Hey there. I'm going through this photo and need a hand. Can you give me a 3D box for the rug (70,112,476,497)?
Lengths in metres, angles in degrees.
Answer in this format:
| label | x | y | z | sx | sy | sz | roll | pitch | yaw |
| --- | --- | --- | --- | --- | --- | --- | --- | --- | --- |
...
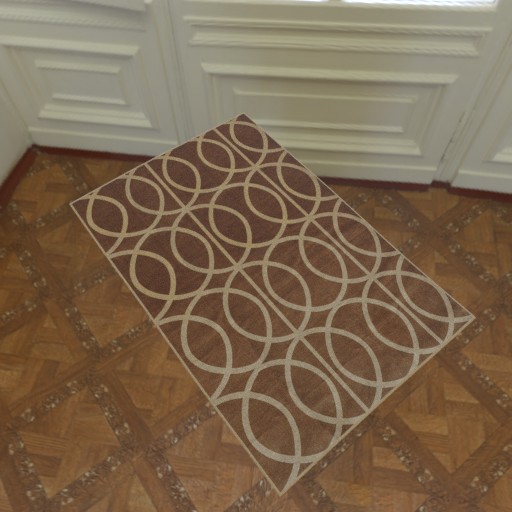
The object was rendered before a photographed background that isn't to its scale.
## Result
| label | x | y | z | sx | sy | sz | roll | pitch | yaw |
| --- | --- | --- | --- | --- | --- | --- | --- | --- | --- |
| rug | 0.000 | 0.000 | 2.858 | 1.528 | 0.014 | 2.294 | -34 | 64 | -19 |
